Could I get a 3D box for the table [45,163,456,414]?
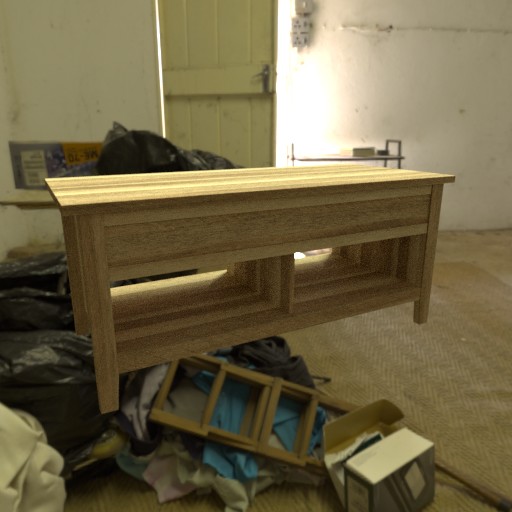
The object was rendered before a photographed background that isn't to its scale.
[{"bbox_3d":[0.000,0.000,1.360,1.095,0.480,0.493,-9,19,-27],"label":"table"}]
